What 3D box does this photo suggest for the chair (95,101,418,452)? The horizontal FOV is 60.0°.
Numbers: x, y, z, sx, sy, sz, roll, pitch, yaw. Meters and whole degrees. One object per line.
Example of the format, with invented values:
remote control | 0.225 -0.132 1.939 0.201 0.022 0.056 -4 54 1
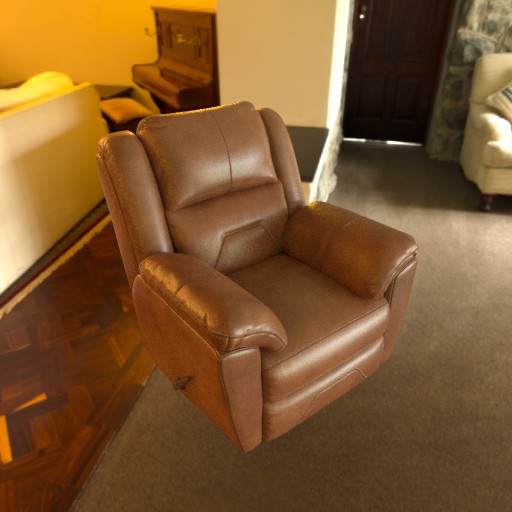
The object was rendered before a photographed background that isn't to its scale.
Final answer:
chair | 0.000 0.000 1.908 0.990 1.093 1.041 -21 37 -31
